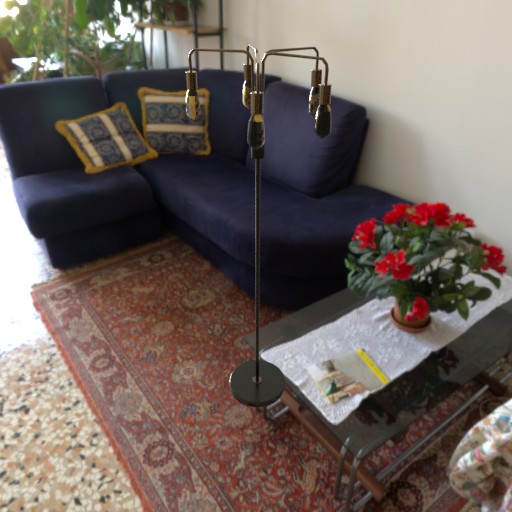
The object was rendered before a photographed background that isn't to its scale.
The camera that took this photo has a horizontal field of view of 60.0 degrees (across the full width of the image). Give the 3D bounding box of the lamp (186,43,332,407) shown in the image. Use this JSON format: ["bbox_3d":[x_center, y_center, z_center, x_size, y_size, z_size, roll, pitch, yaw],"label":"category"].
[{"bbox_3d":[0.000,0.000,2.031,0.599,1.721,0.572,10,33,15],"label":"lamp"}]
